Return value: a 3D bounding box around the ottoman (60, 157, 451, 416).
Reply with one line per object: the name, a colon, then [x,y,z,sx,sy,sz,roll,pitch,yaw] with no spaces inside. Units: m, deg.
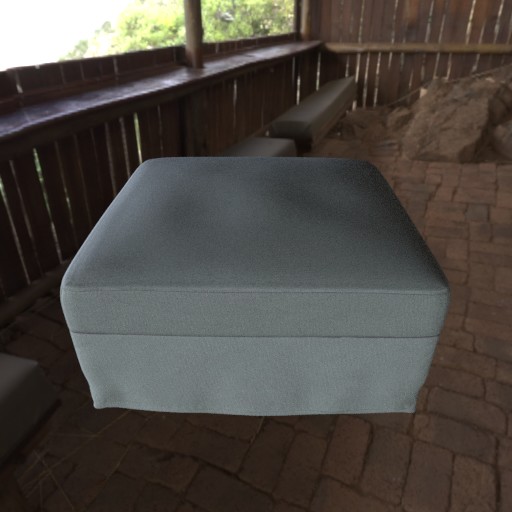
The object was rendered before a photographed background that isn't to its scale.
ottoman: [0.000,0.000,1.340,0.843,0.441,0.842,0,31,1]
